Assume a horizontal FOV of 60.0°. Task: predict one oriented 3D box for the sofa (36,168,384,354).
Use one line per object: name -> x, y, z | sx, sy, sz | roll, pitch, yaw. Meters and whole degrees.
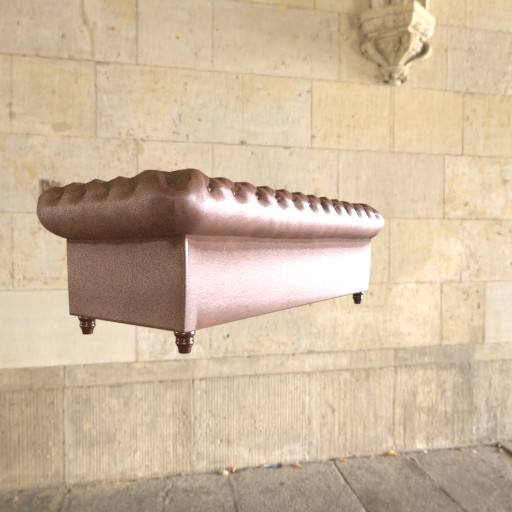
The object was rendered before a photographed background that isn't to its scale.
sofa -> 0.000, 0.000, 2.835 | 0.944, 0.783, 2.385 | 1, 2, 35
